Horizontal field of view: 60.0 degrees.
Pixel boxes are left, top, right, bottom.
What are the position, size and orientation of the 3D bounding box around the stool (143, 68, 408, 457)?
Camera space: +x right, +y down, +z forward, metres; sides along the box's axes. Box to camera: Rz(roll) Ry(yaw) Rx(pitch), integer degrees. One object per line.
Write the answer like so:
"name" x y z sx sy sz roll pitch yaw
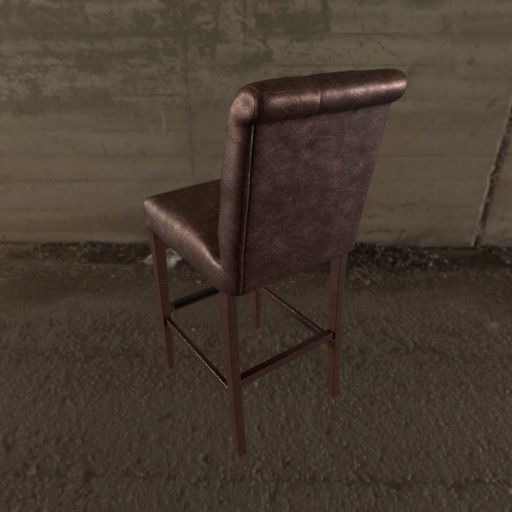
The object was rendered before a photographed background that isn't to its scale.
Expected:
"stool" 0.000 0.000 1.449 0.483 1.168 0.659 -20 35 -31
